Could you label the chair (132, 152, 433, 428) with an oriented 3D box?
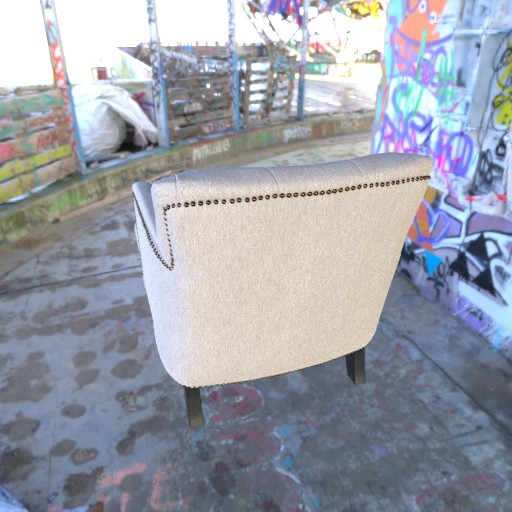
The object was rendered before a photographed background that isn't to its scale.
[{"bbox_3d":[0.000,0.000,1.510,0.737,0.823,0.902,-9,28,-17],"label":"chair"}]
